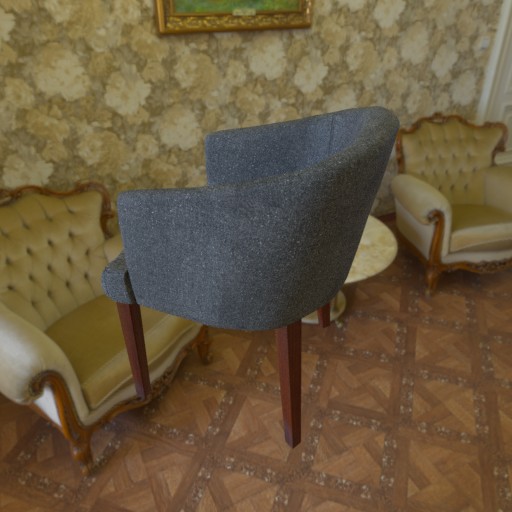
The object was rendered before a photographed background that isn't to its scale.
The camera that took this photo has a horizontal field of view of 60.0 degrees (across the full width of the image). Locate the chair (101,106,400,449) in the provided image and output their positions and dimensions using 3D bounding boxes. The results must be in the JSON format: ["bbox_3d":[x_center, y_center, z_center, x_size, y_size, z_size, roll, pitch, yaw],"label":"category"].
[{"bbox_3d":[0.000,0.000,1.244,0.655,0.811,0.583,9,32,15],"label":"chair"}]
